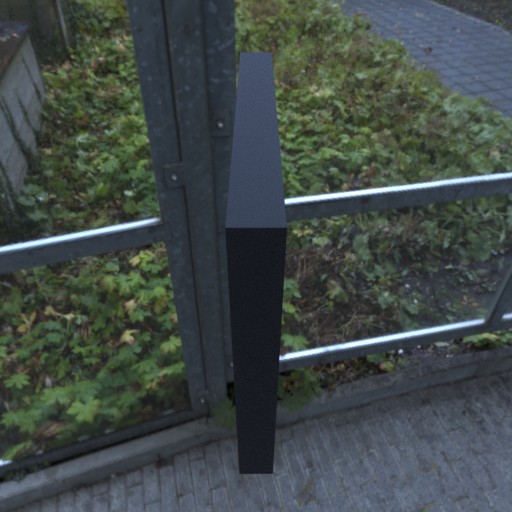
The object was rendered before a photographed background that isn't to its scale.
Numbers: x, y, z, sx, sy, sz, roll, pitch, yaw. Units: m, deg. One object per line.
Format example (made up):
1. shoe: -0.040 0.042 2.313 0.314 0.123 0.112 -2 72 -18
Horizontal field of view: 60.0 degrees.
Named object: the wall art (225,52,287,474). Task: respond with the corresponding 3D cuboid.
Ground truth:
1. wall art: 0.000 0.000 0.452 0.033 0.304 0.305 0 41 0
